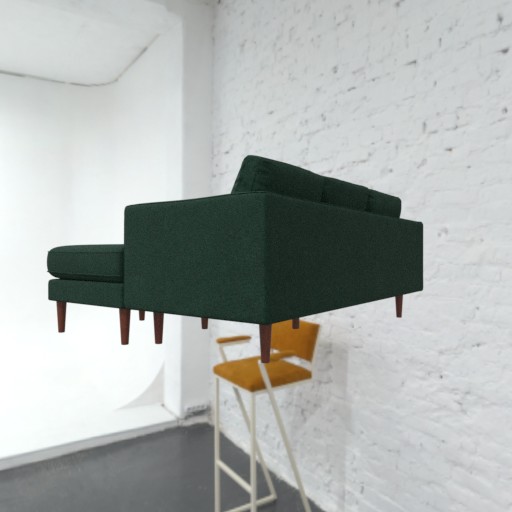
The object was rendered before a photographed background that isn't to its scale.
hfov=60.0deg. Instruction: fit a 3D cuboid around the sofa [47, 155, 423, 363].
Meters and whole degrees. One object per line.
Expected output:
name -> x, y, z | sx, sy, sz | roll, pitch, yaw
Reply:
sofa -> 0.000, 0.000, 2.920 | 1.580, 0.899, 2.030 | 0, 0, 37
